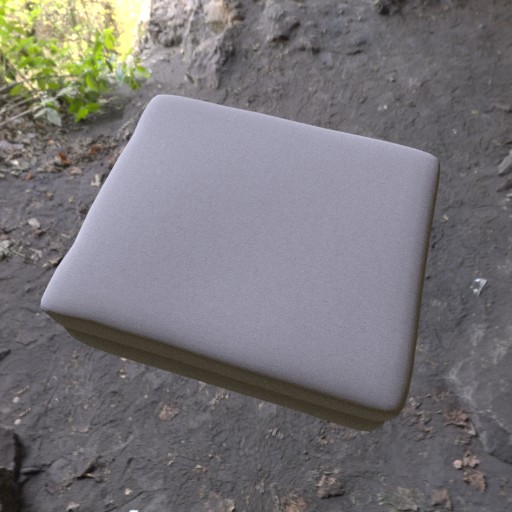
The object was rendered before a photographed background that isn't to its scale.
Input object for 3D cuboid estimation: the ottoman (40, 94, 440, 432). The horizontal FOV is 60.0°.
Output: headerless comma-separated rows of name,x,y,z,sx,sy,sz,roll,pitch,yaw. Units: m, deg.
ottoman,0.000,0.000,1.436,0.976,0.492,0.836,15,64,7
